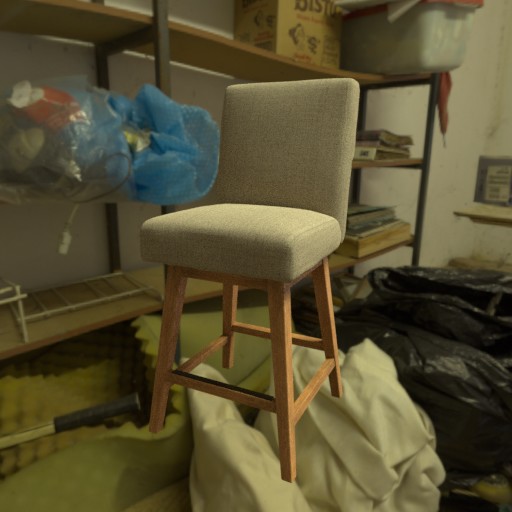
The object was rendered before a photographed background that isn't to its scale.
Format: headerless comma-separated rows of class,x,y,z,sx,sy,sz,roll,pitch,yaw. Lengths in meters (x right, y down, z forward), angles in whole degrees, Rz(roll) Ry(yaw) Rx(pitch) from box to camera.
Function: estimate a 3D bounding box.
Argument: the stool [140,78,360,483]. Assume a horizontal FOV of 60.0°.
stool,0.000,0.000,1.303,0.459,1.010,0.526,7,16,26
